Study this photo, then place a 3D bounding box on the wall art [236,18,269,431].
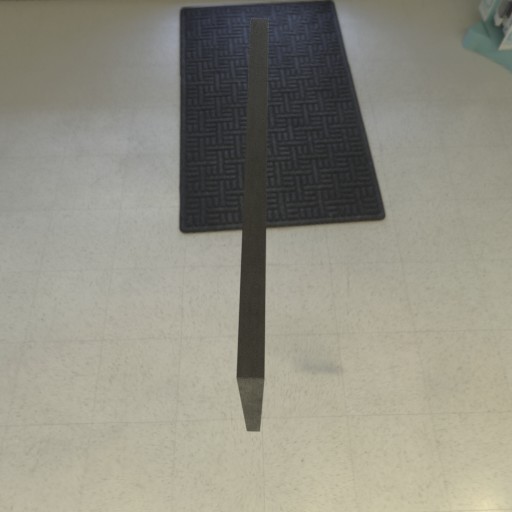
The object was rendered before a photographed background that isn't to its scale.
[{"bbox_3d":[0.000,0.000,1.124,0.039,0.763,0.763,1,63,1],"label":"wall art"}]
